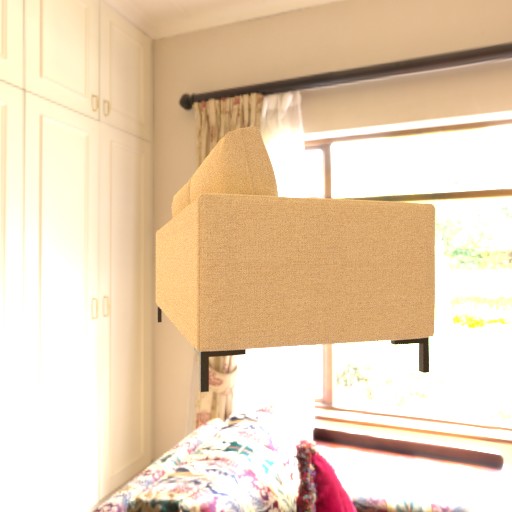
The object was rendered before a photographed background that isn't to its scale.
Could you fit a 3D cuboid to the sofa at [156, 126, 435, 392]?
[{"bbox_3d":[0.000,0.000,2.159,0.839,0.812,1.651,0,-1,-17],"label":"sofa"}]
